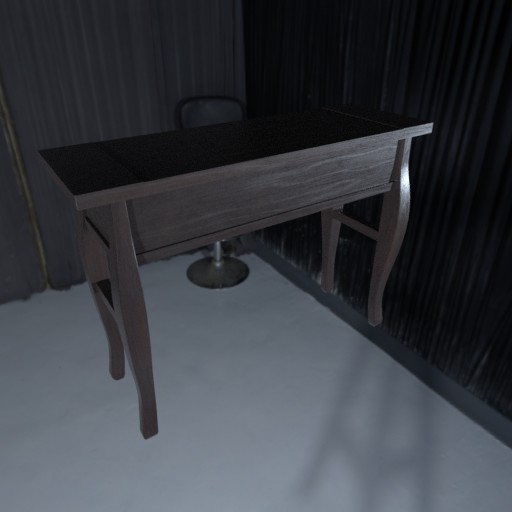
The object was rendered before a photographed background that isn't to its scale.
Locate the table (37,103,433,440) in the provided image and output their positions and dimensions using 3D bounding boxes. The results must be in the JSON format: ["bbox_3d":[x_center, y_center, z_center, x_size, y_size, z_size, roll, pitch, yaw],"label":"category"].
[{"bbox_3d":[0.000,0.000,1.412,1.062,0.768,0.373,-18,35,-29],"label":"table"}]
